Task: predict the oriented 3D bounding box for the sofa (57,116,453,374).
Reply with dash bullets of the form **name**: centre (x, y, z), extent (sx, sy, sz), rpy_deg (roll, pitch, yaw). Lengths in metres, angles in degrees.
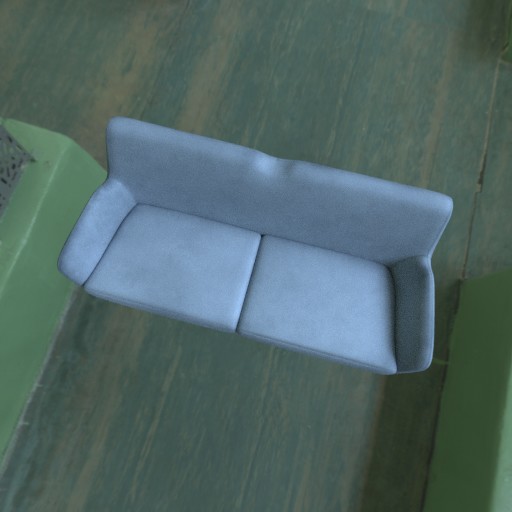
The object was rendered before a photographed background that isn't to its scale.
- **sofa**: centre (0.000, 0.000, 2.358), extent (1.870, 0.810, 0.850), rpy_deg (14, 75, 4)
